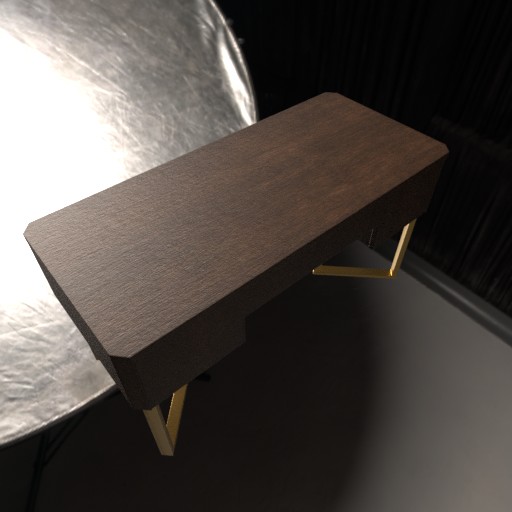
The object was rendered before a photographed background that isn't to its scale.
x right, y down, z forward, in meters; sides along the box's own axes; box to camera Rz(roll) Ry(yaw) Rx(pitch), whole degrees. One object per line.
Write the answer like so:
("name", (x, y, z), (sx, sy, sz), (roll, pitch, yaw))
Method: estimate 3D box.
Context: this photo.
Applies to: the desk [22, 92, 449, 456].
("desk", (0.000, 0.000, 1.872), (1.479, 0.762, 0.684), (-32, 54, -27))
